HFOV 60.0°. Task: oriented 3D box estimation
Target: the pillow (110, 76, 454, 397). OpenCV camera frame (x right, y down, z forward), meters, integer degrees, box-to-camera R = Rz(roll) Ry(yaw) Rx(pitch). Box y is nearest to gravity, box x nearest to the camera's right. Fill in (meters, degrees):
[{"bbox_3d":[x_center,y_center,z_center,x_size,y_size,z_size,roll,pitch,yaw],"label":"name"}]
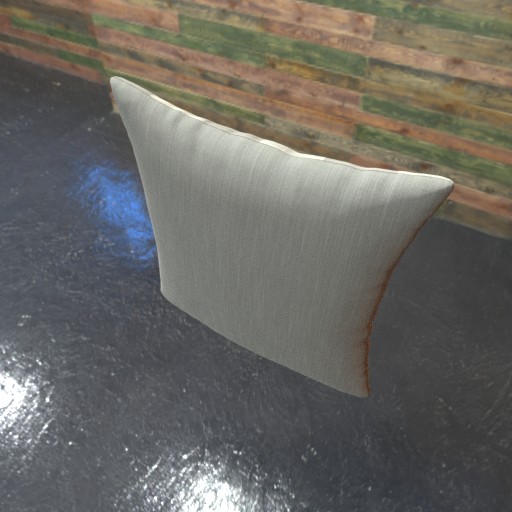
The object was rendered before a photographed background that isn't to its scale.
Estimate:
[{"bbox_3d":[0.000,0.000,0.760,0.511,0.509,0.161,24,51,21],"label":"pillow"}]
